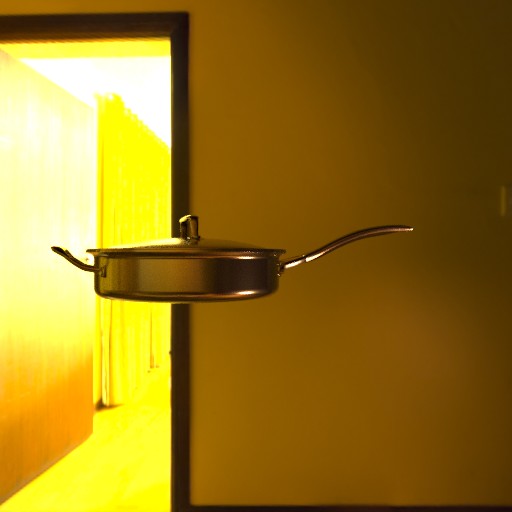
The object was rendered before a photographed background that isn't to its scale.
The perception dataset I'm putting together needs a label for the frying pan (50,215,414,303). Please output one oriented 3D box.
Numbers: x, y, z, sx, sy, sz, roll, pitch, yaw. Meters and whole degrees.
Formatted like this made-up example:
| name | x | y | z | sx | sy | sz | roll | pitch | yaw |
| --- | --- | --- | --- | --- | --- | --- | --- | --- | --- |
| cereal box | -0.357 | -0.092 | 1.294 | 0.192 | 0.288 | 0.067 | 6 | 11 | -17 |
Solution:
| name | x | y | z | sx | sy | sz | roll | pitch | yaw |
| --- | --- | --- | --- | --- | --- | --- | --- | --- | --- |
| frying pan | 0.000 | 0.000 | 0.670 | 0.561 | 0.114 | 0.280 | 0 | 0 | -19 |
